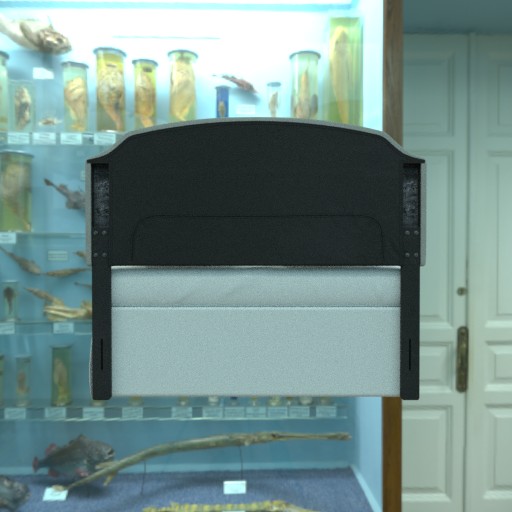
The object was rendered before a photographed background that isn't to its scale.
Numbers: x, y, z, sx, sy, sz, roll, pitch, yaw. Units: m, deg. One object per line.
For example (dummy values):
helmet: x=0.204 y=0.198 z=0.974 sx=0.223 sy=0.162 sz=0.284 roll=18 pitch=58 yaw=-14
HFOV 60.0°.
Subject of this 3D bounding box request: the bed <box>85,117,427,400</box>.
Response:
bed: x=0.000 y=0.000 z=2.970 sx=1.558 sy=1.270 sz=1.999 roll=0 pitch=1 yaw=0
